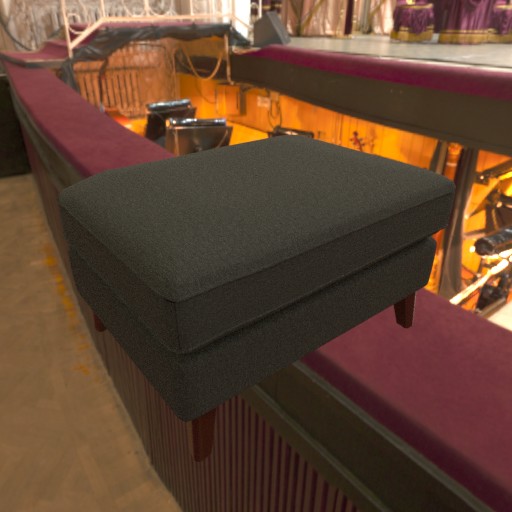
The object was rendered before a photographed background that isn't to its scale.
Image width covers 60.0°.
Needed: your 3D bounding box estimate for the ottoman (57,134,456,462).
[{"bbox_3d":[0.000,0.000,1.206,0.835,0.503,0.629,-21,35,-33],"label":"ottoman"}]
